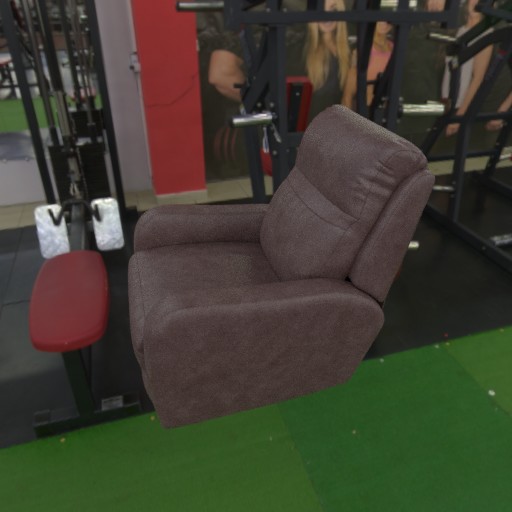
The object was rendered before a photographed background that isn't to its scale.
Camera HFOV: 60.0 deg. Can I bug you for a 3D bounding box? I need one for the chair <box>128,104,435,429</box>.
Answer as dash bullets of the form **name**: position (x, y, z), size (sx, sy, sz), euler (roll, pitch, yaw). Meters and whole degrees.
- **chair**: position (0.000, 0.000, 1.844), size (1.067, 1.067, 0.865), euler (-8, 32, -13)
